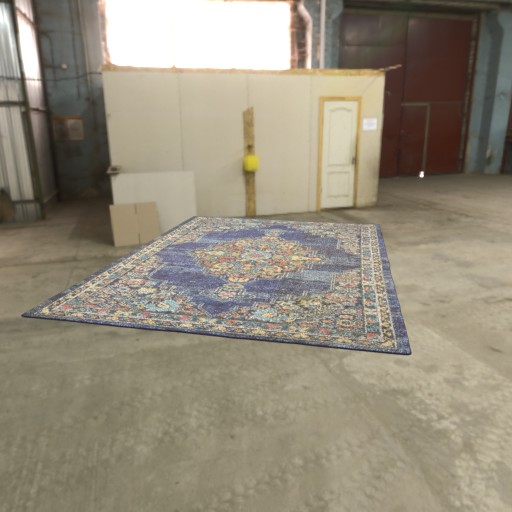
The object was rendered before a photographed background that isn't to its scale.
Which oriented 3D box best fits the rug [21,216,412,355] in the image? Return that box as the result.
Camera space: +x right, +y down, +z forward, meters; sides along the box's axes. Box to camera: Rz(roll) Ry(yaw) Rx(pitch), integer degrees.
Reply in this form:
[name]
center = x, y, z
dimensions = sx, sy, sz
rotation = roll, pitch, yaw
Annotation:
[rug]
center = 0.000, 0.000, 2.800
dimensions = 1.630, 0.009, 2.232
rotation = 3, 17, 11
